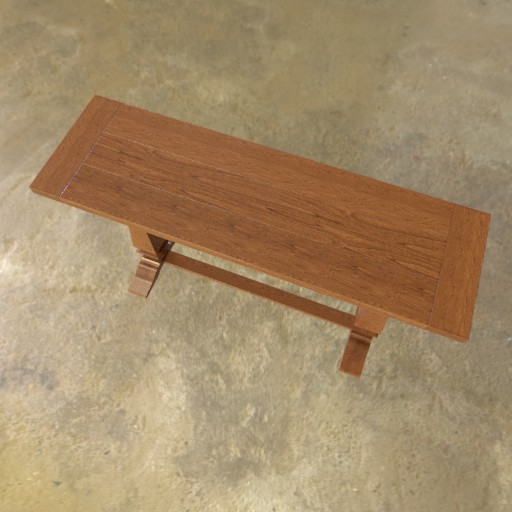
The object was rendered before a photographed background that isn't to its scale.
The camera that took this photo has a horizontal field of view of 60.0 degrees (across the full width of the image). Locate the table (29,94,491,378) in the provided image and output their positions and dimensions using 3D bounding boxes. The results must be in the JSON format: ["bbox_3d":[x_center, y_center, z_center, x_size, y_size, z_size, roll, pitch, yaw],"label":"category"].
[{"bbox_3d":[0.000,0.000,1.859,1.478,0.852,0.461,19,66,9],"label":"table"}]
